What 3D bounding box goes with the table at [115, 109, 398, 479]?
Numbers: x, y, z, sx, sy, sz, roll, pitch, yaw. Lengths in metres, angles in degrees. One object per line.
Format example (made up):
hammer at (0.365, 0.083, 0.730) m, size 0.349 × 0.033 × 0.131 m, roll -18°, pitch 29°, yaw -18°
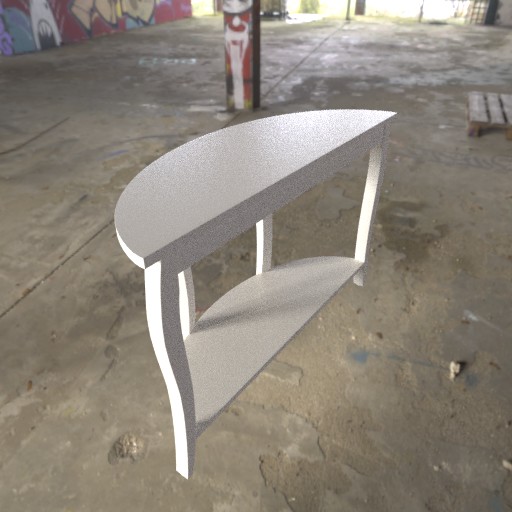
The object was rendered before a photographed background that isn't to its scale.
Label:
table at (0.000, 0.000, 1.541) m, size 0.394 × 0.780 × 1.219 m, roll 22°, pitch 39°, yaw 30°
